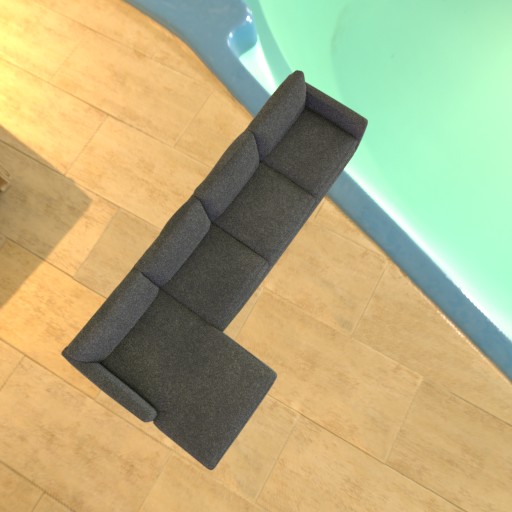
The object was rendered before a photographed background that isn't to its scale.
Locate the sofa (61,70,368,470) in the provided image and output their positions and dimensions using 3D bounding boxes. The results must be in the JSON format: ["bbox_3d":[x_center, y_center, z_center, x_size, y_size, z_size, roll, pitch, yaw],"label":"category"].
[{"bbox_3d":[0.000,0.000,3.515,1.350,0.810,2.932,34,77,9],"label":"sofa"}]
